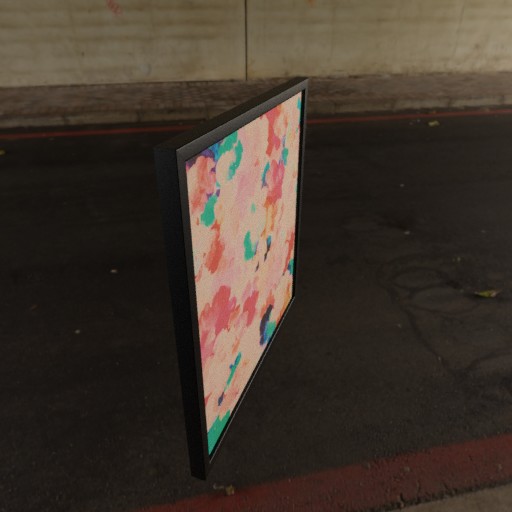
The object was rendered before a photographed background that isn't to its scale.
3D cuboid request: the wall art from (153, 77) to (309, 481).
[{"bbox_3d":[0.000,0.000,1.125,0.036,0.755,0.756,10,31,17],"label":"wall art"}]
